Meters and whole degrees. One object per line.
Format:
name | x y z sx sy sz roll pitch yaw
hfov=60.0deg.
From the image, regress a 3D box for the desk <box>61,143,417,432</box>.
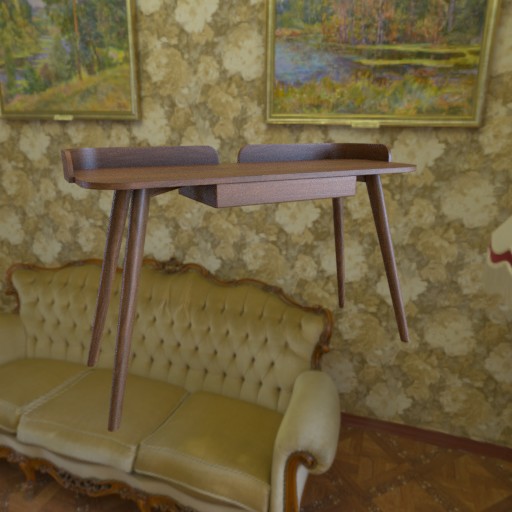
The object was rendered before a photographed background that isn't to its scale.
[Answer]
desk | 0.000 0.000 1.679 1.256 0.800 0.486 -8 18 -27
